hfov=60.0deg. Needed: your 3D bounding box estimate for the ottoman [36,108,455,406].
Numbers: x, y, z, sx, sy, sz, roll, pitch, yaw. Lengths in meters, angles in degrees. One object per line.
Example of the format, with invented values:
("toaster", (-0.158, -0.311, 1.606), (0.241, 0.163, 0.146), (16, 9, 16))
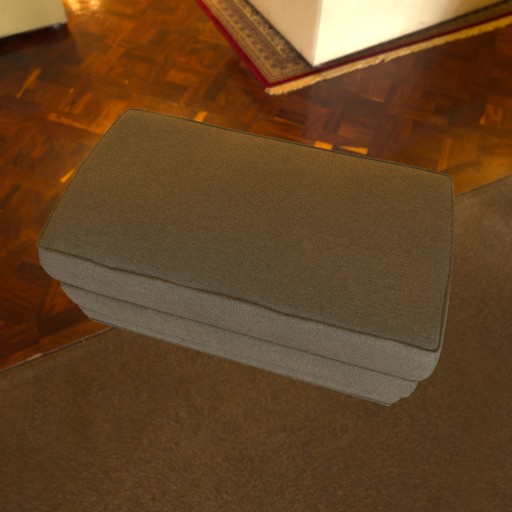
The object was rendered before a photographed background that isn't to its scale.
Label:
("ottoman", (0.000, 0.000, 1.132), (0.864, 0.448, 0.490), (14, 59, 9))
